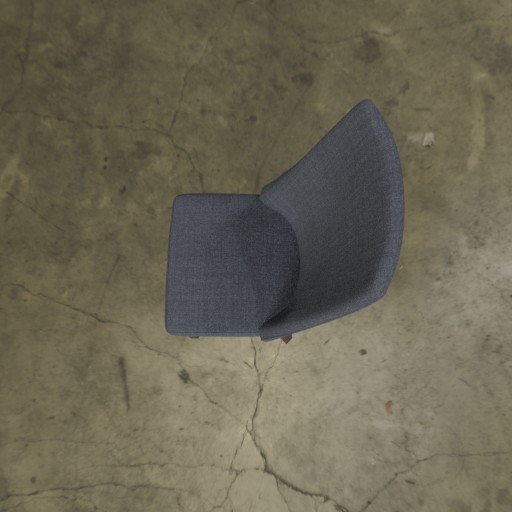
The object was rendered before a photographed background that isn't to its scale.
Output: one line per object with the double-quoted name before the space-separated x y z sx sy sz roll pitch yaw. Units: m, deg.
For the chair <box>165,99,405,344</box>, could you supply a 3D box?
"chair" 0.000 0.000 1.359 0.577 1.050 0.510 1 75 0
